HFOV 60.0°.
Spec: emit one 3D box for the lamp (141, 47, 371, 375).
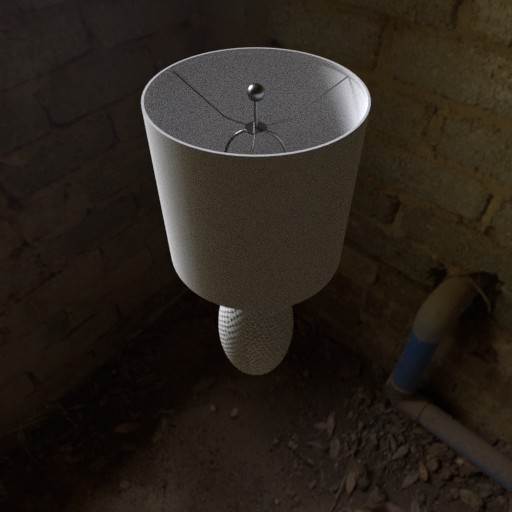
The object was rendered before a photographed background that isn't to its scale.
[{"bbox_3d":[0.000,0.000,0.583,0.214,0.466,0.214,3,46,3],"label":"lamp"}]
